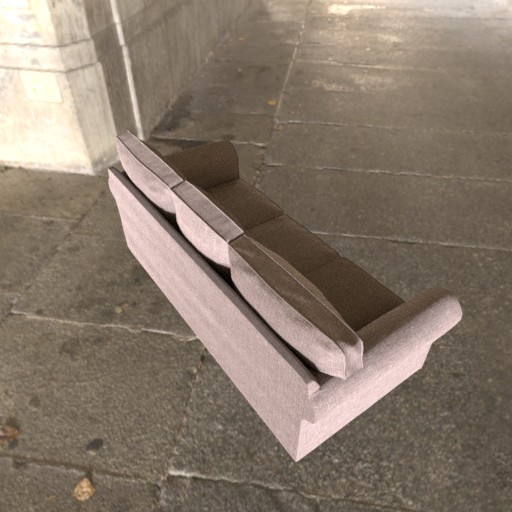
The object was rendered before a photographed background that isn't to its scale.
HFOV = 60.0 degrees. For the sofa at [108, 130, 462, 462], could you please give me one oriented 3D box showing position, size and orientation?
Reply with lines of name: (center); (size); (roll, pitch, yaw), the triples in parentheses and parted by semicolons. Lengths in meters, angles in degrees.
sofa: (0.000, 0.000, 2.572); (0.916, 0.961, 2.084); (-25, 47, -26)
